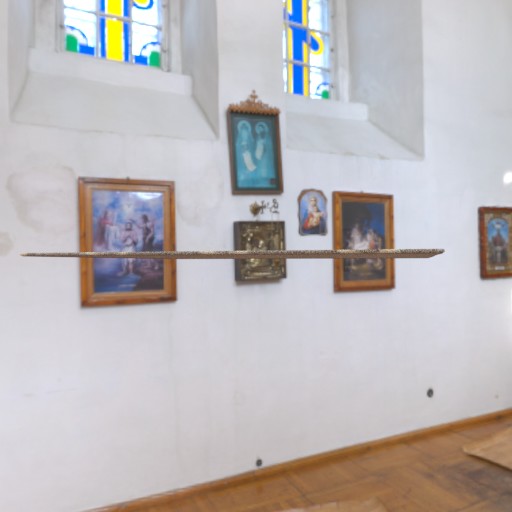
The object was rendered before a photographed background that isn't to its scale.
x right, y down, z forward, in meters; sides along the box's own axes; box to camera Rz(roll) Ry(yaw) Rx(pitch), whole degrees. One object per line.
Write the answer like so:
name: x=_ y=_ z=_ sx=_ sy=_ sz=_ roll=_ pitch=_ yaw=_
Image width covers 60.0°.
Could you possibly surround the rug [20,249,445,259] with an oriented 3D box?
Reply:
rug: x=0.000 y=0.000 z=4.001 sx=3.000 sy=0.026 sz=2.399 roll=0 pitch=-1 yaw=20
